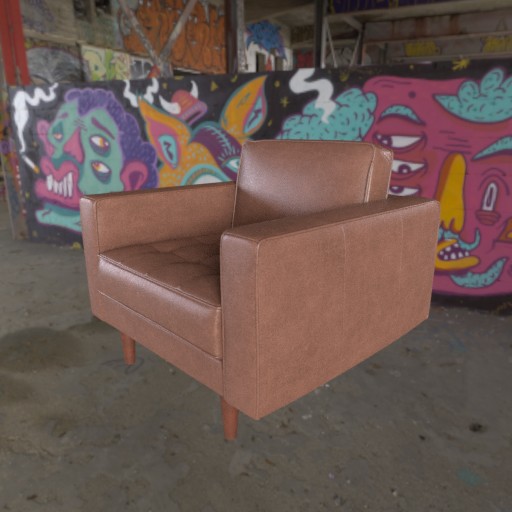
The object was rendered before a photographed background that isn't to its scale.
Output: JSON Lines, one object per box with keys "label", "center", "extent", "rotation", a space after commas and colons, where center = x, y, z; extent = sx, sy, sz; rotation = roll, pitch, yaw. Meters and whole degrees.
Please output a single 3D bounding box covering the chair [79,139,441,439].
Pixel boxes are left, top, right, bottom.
{"label": "chair", "center": [0.000, 0.000, 1.531], "extent": [0.900, 0.770, 0.920], "rotation": [-15, 22, -42]}
